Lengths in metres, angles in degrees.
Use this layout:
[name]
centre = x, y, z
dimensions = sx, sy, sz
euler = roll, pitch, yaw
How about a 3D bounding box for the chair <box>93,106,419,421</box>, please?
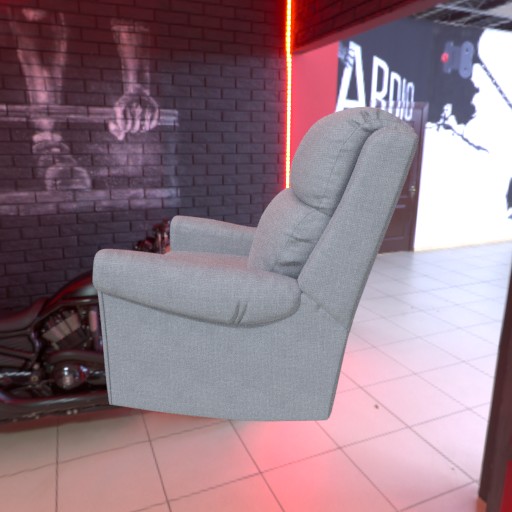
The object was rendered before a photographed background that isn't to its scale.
[chair]
centre = 0.000, 0.000, 1.717
dimensions = 1.014, 1.054, 0.838
euler = 2, 14, 9
